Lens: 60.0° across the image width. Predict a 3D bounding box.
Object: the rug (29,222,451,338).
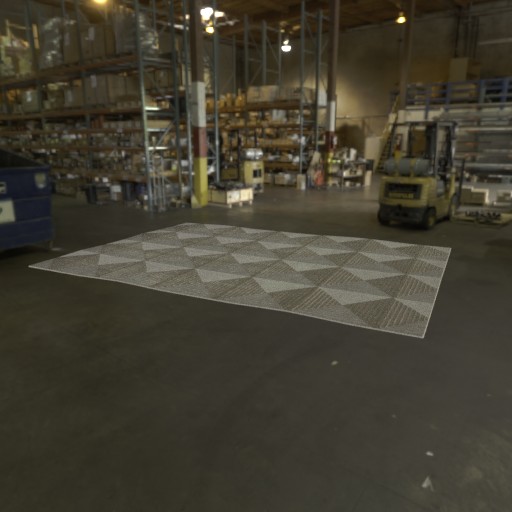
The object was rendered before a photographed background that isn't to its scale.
[{"bbox_3d":[0.000,0.000,4.284,3.333,0.027,2.428,7,16,26],"label":"rug"}]
